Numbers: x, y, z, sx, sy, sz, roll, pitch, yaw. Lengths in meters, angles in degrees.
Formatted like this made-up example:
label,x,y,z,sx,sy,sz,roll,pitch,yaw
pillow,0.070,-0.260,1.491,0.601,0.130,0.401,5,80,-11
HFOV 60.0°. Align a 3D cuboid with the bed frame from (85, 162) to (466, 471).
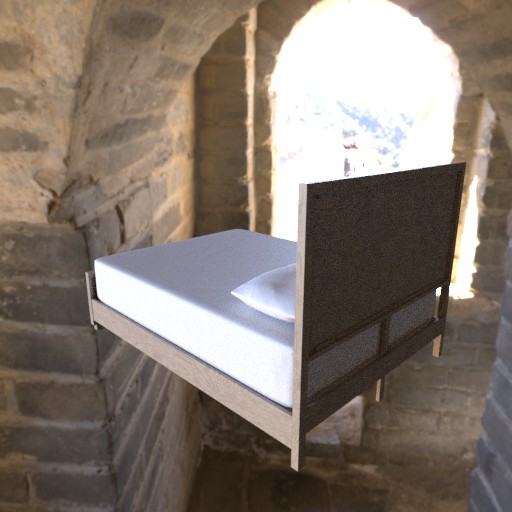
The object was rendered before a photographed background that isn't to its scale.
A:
label,x,y,z,sx,sy,sz,roll,pitch,yaw
bed frame,0.000,0.000,3.219,1.606,1.369,2.189,-15,22,-43
